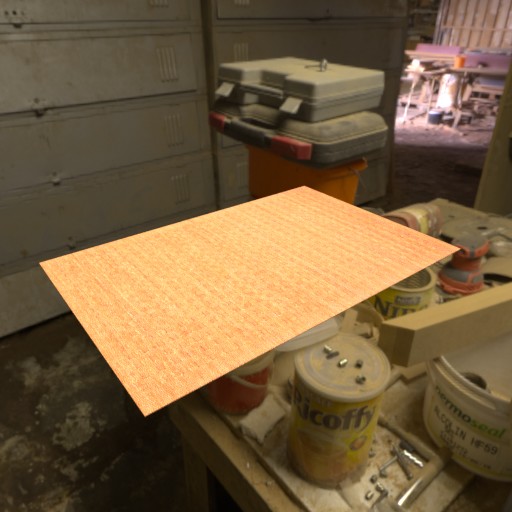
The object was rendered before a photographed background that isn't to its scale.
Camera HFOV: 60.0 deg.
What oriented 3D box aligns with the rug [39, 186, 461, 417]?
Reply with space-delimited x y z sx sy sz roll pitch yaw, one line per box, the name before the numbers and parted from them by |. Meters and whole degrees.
rug | 0.000 0.000 2.885 2.285 0.006 1.524 -21 35 -32
